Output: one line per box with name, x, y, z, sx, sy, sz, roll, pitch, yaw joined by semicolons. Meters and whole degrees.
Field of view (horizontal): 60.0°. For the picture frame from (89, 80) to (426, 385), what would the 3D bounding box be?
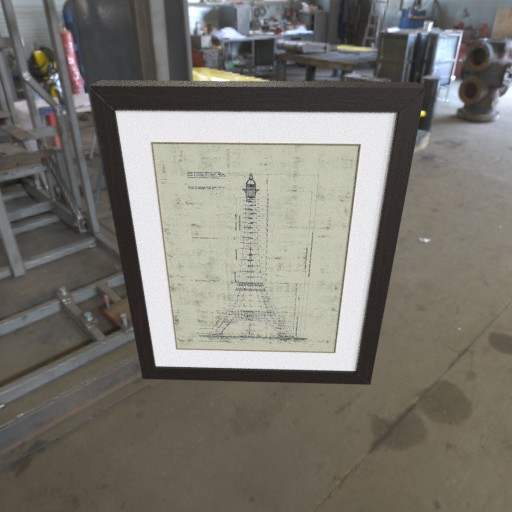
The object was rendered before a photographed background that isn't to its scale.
picture frame;0.000;0.000;0.756;0.452;0.555;0.044;1;31;2
